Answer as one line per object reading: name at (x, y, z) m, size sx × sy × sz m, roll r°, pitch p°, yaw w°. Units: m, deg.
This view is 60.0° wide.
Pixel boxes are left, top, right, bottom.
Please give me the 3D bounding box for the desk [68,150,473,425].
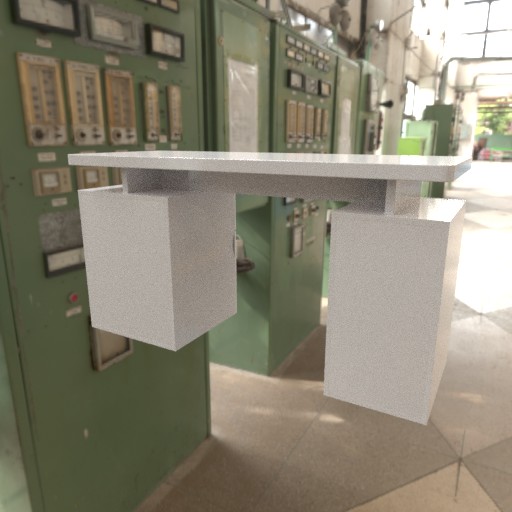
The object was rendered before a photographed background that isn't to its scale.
desk at (0.000, 0.000, 1.720) m, size 1.400 × 0.762 × 0.550 m, roll 8°, pitch 17°, yaw 28°
